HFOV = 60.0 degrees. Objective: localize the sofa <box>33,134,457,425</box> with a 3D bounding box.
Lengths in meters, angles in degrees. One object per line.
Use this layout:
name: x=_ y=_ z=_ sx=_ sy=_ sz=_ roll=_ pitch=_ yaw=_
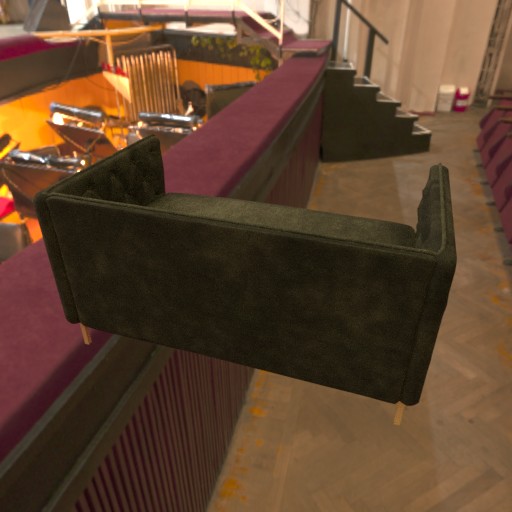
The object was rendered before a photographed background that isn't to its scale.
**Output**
sofa: x=0.000 y=0.000 z=2.008 sx=1.537 sy=0.768 sz=0.895 roll=10 pitch=32 yaw=16
